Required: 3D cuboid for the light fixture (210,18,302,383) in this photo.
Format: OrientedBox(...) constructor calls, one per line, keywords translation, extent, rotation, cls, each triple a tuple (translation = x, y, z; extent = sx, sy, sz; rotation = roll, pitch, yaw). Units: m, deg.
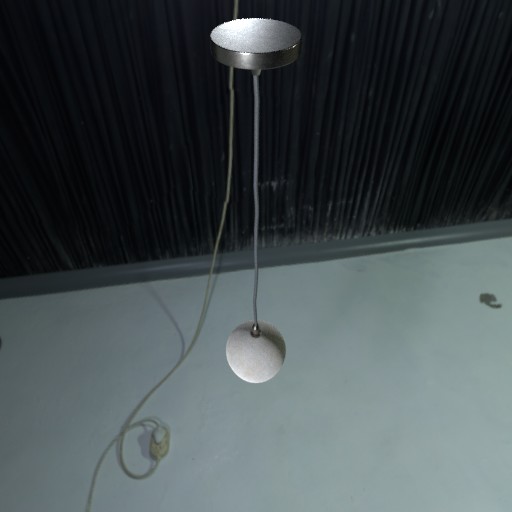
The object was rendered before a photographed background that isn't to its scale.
OrientedBox(translation=(0.000, 0.000, 0.805), extent=(0.139, 0.764, 0.139), rotation=(-11, 47, -10), cls="light fixture")
